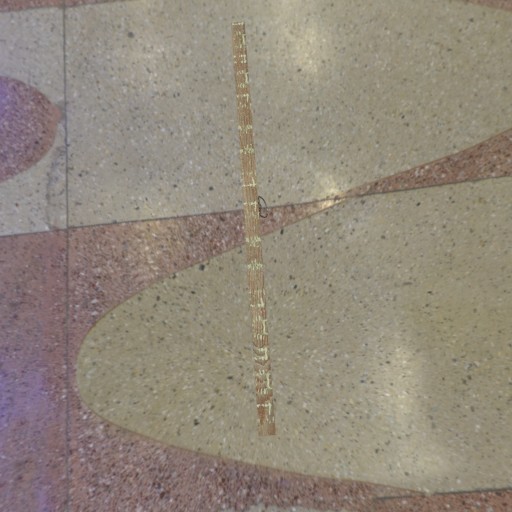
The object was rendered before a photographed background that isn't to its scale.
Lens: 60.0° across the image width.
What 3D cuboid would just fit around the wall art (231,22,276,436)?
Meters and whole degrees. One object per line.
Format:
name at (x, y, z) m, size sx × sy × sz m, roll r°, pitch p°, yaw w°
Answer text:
wall art at (0.000, 0.000, 0.573) m, size 0.022 × 0.380 × 0.380 m, roll -4°, pitch 76°, yaw -1°
